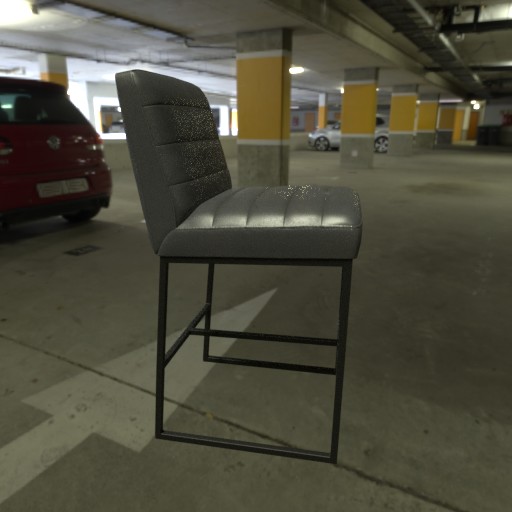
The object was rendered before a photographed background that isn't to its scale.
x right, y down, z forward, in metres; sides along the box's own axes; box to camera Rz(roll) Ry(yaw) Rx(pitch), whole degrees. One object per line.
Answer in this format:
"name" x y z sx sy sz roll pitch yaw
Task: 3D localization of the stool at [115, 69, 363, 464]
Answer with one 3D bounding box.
"stool" 0.000 0.000 1.235 0.552 0.938 0.457 3 17 11
